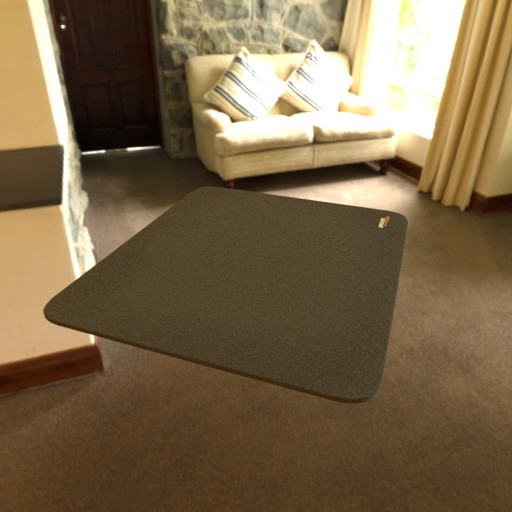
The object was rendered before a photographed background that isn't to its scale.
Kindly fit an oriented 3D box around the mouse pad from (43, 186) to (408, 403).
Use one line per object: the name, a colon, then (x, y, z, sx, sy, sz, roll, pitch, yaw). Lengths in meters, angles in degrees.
mouse pad: (0.000, 0.000, 0.327, 0.203, 0.003, 0.229, 10, 32, 17)
